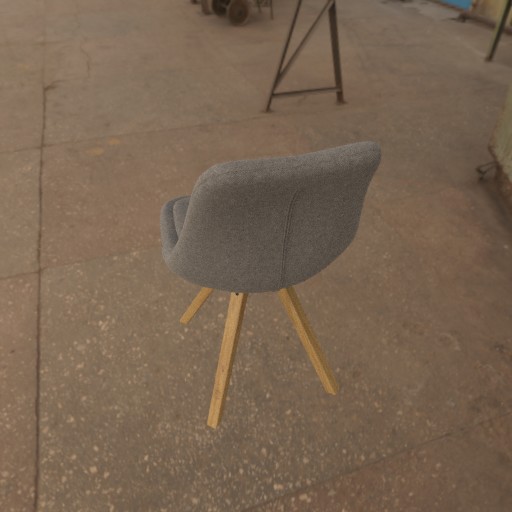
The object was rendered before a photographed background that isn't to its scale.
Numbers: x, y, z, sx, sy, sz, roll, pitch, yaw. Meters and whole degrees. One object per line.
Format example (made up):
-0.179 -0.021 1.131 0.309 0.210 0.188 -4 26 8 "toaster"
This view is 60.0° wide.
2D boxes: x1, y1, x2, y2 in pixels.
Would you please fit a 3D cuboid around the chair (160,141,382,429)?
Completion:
0.000 0.000 1.193 0.483 0.865 0.550 -11 42 -13 "chair"
